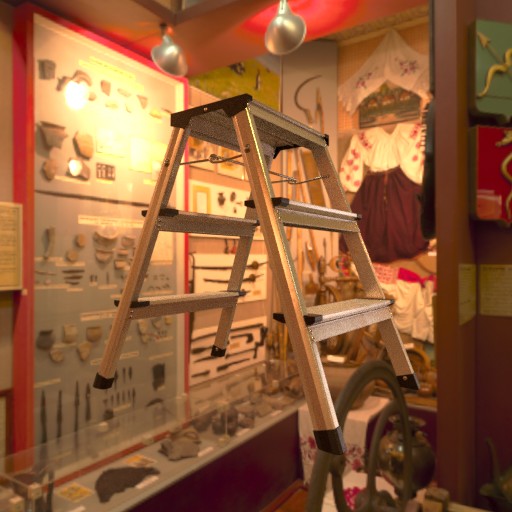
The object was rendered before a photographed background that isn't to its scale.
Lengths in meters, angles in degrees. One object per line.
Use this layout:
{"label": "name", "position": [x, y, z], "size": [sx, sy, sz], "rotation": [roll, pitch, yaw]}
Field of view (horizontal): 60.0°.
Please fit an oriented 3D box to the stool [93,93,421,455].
{"label": "stool", "position": [0.000, 0.000, 1.023], "size": [0.622, 0.605, 0.437], "rotation": [0, -1, 35]}
